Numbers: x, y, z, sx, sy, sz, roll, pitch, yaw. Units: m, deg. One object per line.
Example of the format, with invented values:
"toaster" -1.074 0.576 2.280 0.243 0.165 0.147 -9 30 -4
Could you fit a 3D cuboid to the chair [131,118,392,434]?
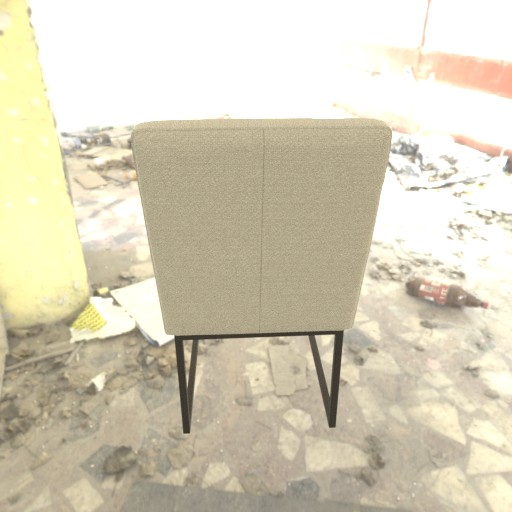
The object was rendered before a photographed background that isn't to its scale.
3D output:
"chair" 0.000 0.000 1.330 0.520 0.930 0.634 -1 30 -2
